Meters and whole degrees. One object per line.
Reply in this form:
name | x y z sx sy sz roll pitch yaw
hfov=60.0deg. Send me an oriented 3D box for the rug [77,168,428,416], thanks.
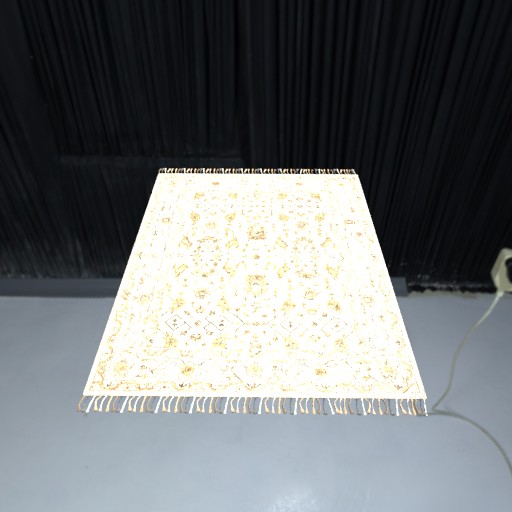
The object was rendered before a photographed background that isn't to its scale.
rug | 0.000 0.000 2.238 1.278 0.009 1.726 0 41 0
